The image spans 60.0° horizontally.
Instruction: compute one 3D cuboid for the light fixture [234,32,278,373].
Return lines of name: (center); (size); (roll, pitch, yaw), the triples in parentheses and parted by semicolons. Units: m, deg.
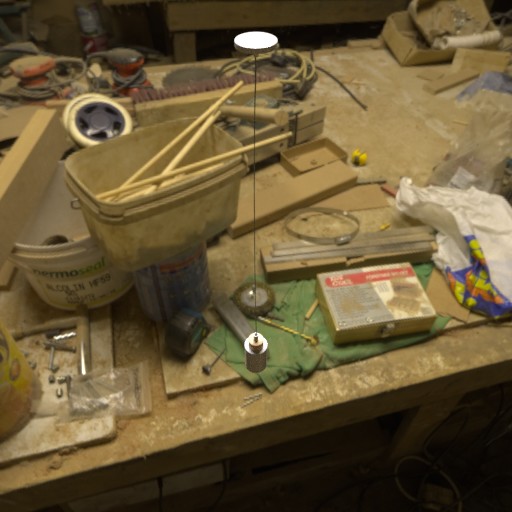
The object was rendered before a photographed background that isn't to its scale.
light fixture: (0.000, 0.000, 1.924); (0.125, 1.798, 0.125); (-10, 47, -9)
